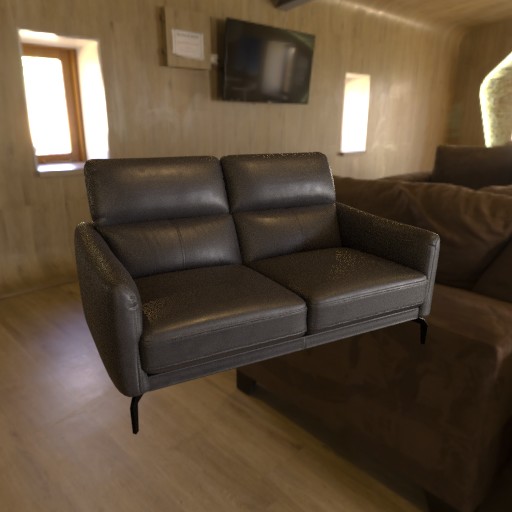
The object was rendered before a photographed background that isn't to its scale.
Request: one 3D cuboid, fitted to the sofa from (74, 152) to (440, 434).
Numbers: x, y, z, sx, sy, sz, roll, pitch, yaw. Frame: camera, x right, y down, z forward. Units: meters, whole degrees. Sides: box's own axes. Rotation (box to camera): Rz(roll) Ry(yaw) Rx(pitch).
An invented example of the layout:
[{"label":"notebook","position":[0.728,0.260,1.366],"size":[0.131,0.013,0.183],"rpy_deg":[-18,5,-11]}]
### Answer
[{"label":"sofa","position":[0.000,0.000,2.166],"size":[1.596,0.920,0.958],"rpy_deg":[-9,18,-27]}]
